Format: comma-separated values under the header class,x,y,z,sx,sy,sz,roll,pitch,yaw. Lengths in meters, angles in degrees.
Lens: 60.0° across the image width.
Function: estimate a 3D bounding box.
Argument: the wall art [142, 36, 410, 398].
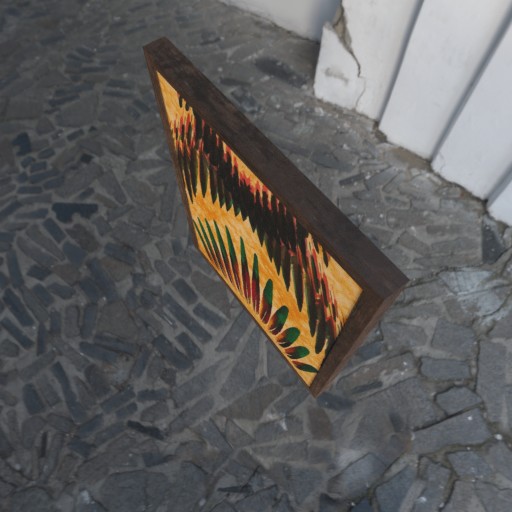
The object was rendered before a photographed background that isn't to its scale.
class,x,y,z,sx,sy,sz,roll,pitch,yaw
wall art,0.000,0.000,0.552,0.027,0.406,0.329,-34,68,-16
